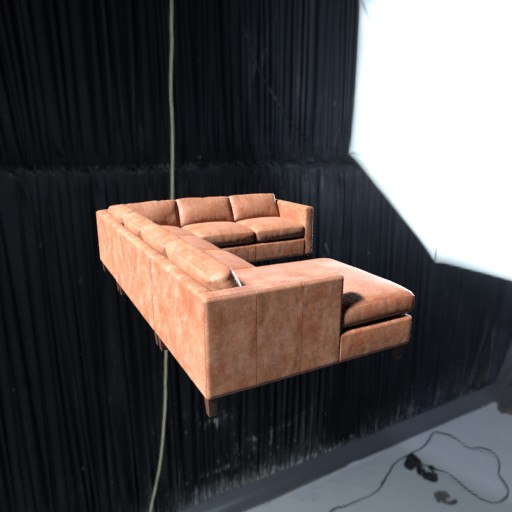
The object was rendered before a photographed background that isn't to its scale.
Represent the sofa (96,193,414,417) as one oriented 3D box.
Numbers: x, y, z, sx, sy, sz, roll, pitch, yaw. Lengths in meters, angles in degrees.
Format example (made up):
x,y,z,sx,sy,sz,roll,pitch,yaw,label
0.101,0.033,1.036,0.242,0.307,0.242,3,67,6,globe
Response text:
x,y,z,sx,sy,sz,roll,pitch,yaw,label
0.000,0.000,4.352,2.430,0.832,3.401,-8,16,-27,sofa
